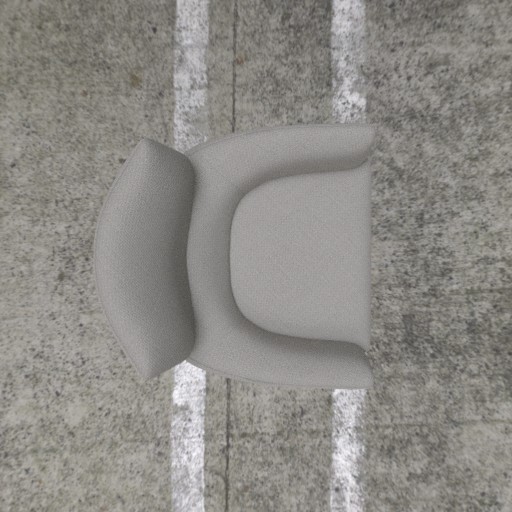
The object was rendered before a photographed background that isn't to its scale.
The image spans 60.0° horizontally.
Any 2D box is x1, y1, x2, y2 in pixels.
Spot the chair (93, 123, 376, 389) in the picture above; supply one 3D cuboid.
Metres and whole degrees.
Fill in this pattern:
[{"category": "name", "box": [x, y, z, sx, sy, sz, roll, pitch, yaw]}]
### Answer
[{"category": "chair", "box": [0.000, 0.000, 1.385, 0.730, 0.810, 0.760, 0, 91, 2]}]
